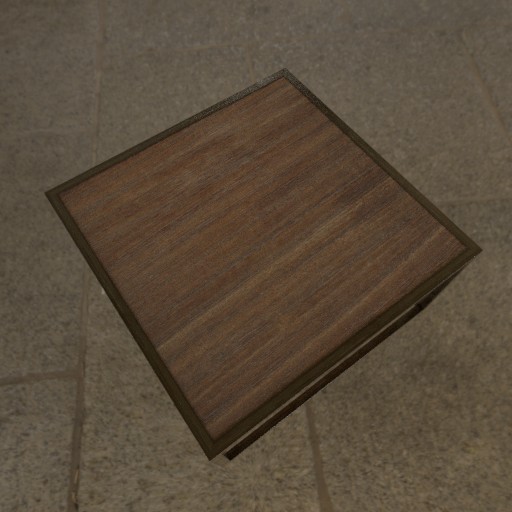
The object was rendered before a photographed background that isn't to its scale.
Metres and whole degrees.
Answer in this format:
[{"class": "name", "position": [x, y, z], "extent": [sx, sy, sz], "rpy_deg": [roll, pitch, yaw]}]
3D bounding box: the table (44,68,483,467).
[{"class": "table", "position": [0.000, 0.000, 1.476], "extent": [0.909, 0.451, 0.899], "rpy_deg": [-33, 68, -15]}]
